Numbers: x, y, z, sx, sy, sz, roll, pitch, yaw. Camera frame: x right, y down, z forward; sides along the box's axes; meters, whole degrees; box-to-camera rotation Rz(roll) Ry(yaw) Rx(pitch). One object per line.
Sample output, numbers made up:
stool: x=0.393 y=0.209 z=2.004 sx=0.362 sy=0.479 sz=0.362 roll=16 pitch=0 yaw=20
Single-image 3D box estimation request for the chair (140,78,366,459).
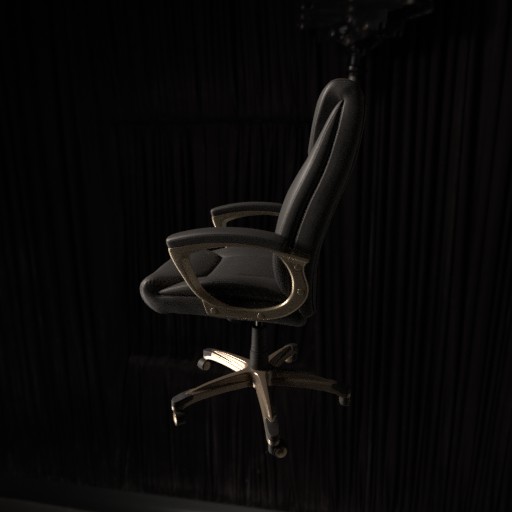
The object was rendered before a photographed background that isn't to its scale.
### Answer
chair: x=0.000 y=0.000 z=1.644 sx=0.748 sy=1.188 sz=0.694 roll=2 pitch=15 yaw=8
